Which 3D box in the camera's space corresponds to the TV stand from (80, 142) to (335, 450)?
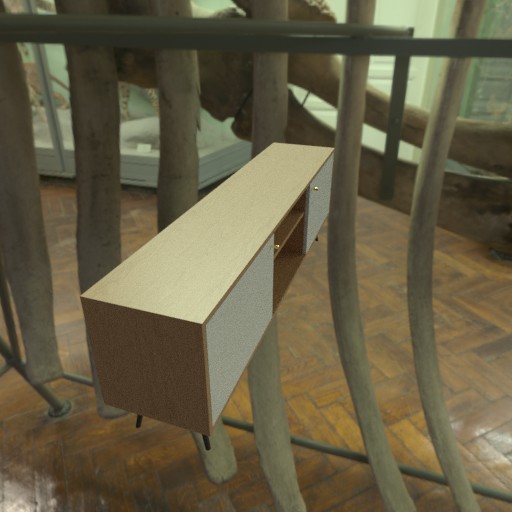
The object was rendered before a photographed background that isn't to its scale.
[{"bbox_3d":[0.000,0.000,2.023,0.400,0.580,1.760,10,30,17],"label":"TV stand"}]
